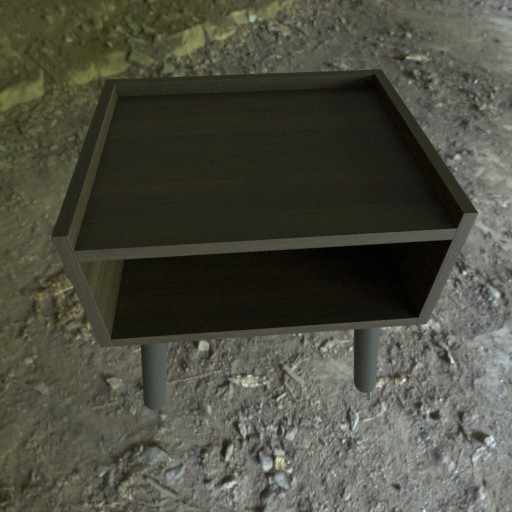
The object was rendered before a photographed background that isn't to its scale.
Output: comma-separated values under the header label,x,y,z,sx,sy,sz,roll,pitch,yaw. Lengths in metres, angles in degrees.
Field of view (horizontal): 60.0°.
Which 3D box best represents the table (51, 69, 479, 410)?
label,x,y,z,sx,sy,sz,roll,pitch,yaw
table,0.000,0.000,0.761,0.450,0.470,0.370,-3,46,-3
